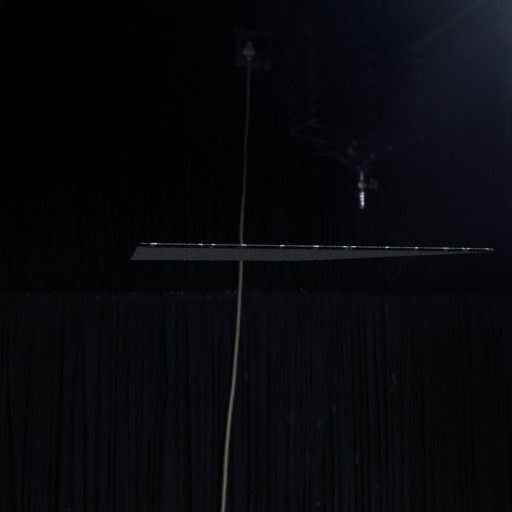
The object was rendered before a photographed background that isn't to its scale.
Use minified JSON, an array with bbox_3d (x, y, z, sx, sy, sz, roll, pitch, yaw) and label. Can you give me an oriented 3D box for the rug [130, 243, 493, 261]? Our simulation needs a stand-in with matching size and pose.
[{"bbox_3d":[0.000,0.000,2.265,1.223,0.013,1.830,0,-2,-16],"label":"rug"}]
